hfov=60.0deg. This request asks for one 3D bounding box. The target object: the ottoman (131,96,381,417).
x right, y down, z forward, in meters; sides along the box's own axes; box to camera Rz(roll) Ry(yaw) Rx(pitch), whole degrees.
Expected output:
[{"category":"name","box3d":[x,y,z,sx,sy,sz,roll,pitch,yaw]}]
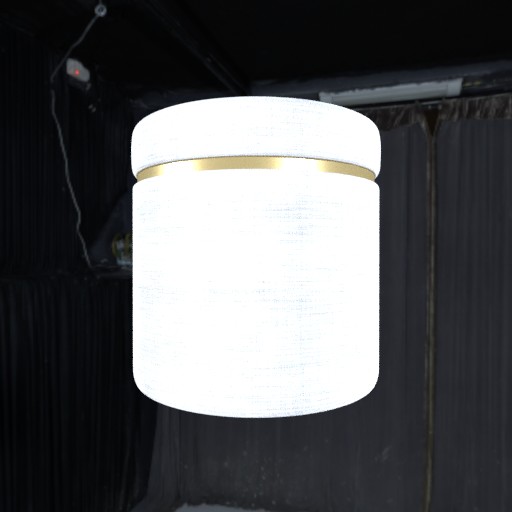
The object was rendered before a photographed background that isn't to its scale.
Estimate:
[{"category":"ottoman","box3d":[0.000,0.000,0.741,0.400,0.406,0.400,0,0,0]}]
